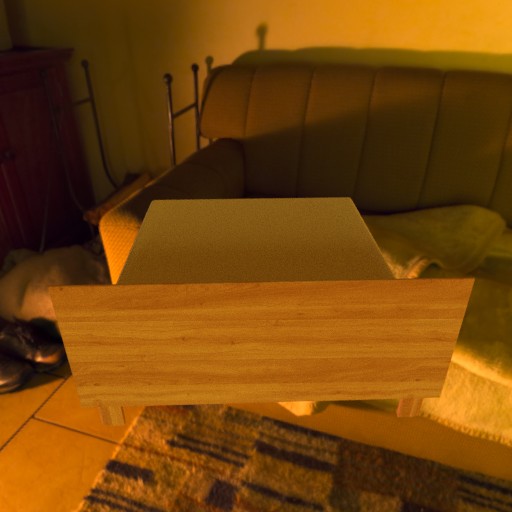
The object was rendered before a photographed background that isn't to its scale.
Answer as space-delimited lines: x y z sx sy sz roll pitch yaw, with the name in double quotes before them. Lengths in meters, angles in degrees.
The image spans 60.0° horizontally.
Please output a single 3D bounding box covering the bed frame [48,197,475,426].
"bed frame" 0.000 0.000 3.076 1.872 0.940 2.092 -1 30 -2
